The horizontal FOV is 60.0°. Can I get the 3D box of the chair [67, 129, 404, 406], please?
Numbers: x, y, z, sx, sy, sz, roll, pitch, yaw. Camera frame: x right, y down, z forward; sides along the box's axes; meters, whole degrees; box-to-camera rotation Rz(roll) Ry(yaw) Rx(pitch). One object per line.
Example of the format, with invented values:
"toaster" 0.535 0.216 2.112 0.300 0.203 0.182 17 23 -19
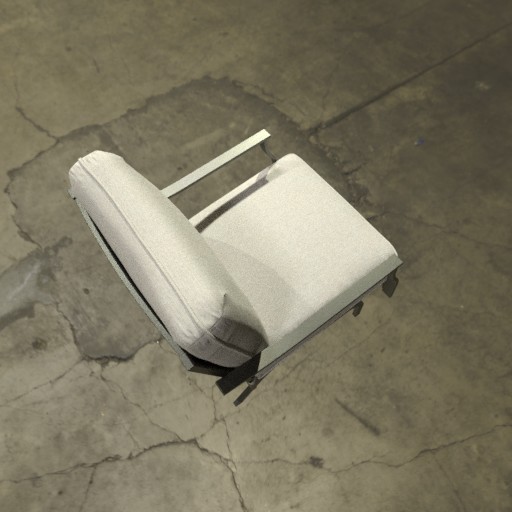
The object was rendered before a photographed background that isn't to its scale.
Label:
"chair" 0.000 0.000 1.407 0.787 0.860 0.650 -33 65 -17
